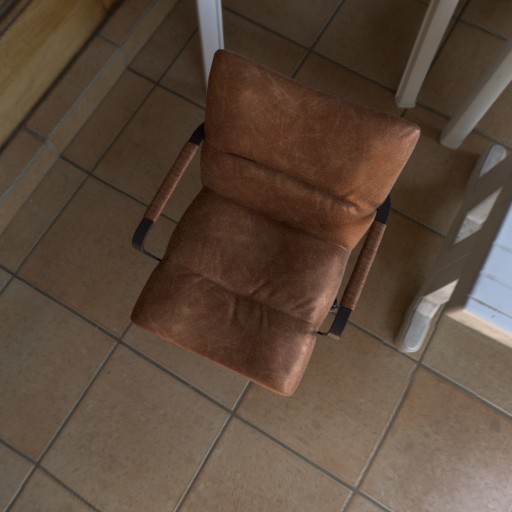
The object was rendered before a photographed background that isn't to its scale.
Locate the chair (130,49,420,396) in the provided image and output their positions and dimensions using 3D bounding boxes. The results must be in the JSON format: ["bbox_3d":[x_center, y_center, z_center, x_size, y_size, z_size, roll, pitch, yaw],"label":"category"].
[{"bbox_3d":[0.000,0.000,1.474,0.727,0.922,0.754,24,76,6],"label":"chair"}]
